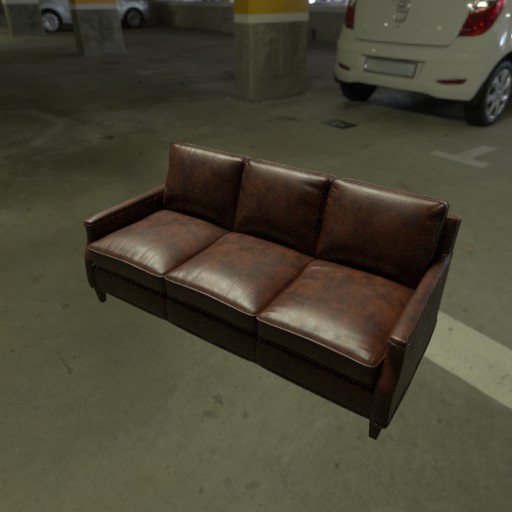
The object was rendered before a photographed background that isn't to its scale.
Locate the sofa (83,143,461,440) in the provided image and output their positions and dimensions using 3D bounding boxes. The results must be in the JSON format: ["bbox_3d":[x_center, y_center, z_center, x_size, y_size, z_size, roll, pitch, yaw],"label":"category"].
[{"bbox_3d":[0.000,0.000,2.876,2.240,1.003,1.084,19,36,28],"label":"sofa"}]
